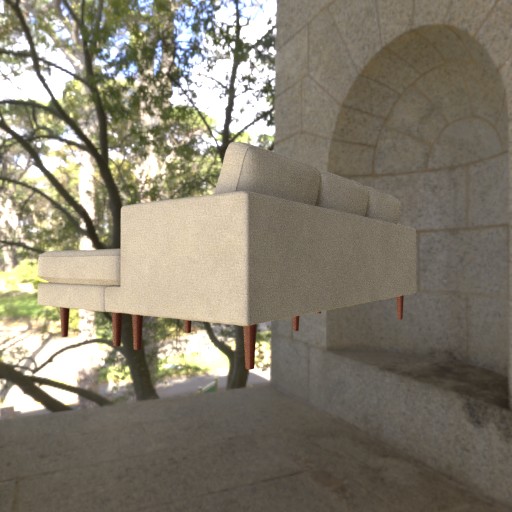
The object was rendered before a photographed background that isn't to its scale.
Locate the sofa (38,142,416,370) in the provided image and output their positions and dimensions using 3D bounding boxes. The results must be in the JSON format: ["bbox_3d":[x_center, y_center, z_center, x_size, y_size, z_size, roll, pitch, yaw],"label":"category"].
[{"bbox_3d":[0.000,0.000,2.994,1.504,0.956,2.233,-1,-1,36],"label":"sofa"}]
